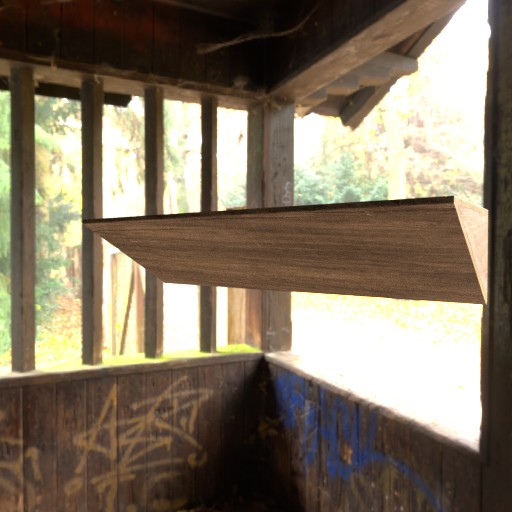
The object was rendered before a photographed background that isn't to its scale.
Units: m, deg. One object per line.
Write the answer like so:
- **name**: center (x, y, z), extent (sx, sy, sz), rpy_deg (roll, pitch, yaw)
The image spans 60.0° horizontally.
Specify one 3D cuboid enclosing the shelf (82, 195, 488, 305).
- **shelf**: center (0.000, 0.000, 0.682), extent (0.610, 0.125, 0.200), rpy_deg (1, 1, 36)
